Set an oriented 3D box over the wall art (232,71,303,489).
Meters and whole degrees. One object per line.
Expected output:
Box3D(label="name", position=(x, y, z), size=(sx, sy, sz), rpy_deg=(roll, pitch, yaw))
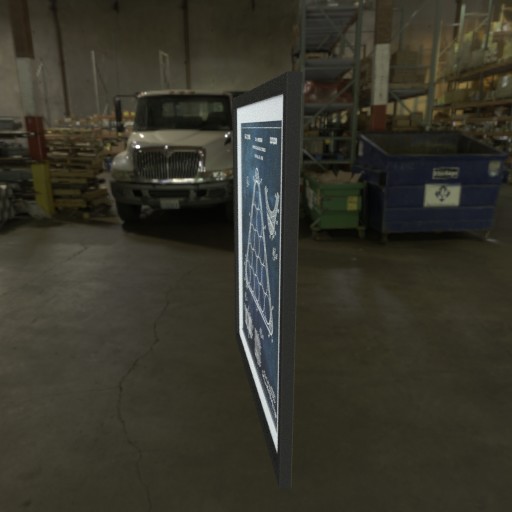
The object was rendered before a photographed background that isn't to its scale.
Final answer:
Box3D(label="wall art", position=(0.000, 0.000, 1.226), size=(0.028, 0.863, 0.755), rpy_deg=(-3, 16, -10))
